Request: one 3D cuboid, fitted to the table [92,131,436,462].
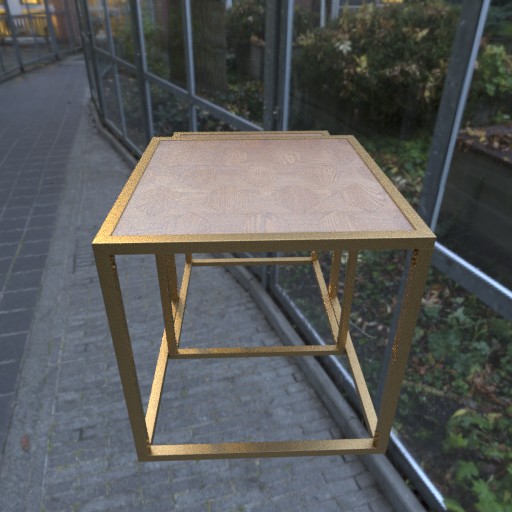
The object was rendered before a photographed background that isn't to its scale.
[{"bbox_3d":[0.000,0.000,1.098,0.505,0.505,0.762,-1,31,-2],"label":"table"}]
